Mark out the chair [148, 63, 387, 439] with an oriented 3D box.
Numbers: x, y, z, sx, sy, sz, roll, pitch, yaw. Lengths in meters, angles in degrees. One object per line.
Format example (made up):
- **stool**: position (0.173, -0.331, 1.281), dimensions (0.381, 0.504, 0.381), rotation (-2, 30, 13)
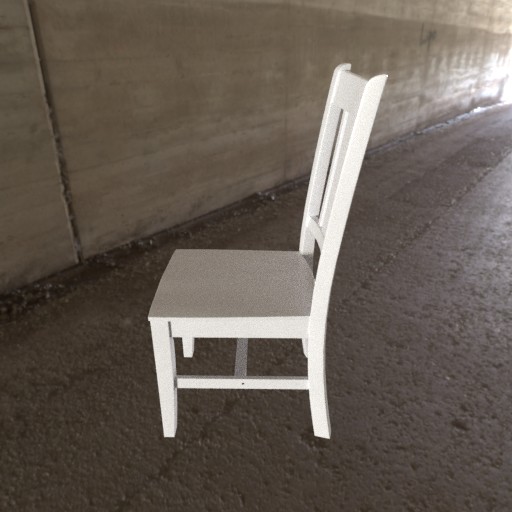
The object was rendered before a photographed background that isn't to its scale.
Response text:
- **chair**: position (0.000, 0.000, 1.272), dimensions (0.555, 0.998, 0.450), rotation (0, 26, 1)
